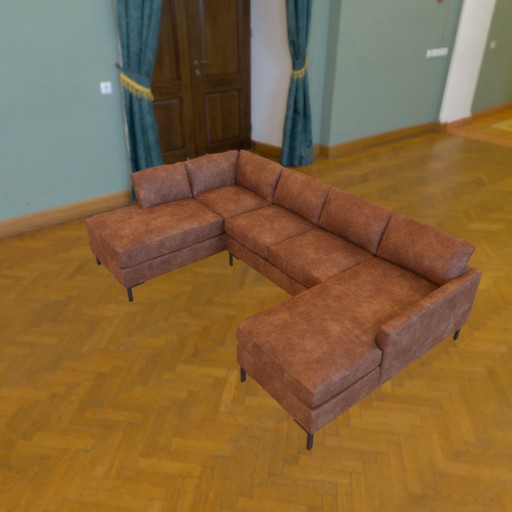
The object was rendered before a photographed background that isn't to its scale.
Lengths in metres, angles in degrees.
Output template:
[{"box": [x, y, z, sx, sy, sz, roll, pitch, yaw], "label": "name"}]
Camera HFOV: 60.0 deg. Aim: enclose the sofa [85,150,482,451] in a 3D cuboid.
[{"box": [0.000, 0.000, 3.819, 1.939, 0.900, 2.956, -22, 37, -32], "label": "sofa"}]
